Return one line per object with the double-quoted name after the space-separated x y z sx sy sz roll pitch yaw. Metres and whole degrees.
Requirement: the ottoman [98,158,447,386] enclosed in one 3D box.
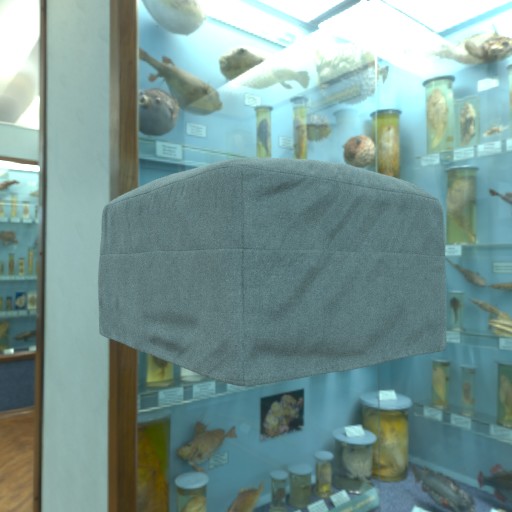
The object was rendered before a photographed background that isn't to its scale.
0.000 0.000 1.275 0.683 0.481 0.837 1 -1 -37 "ottoman"
